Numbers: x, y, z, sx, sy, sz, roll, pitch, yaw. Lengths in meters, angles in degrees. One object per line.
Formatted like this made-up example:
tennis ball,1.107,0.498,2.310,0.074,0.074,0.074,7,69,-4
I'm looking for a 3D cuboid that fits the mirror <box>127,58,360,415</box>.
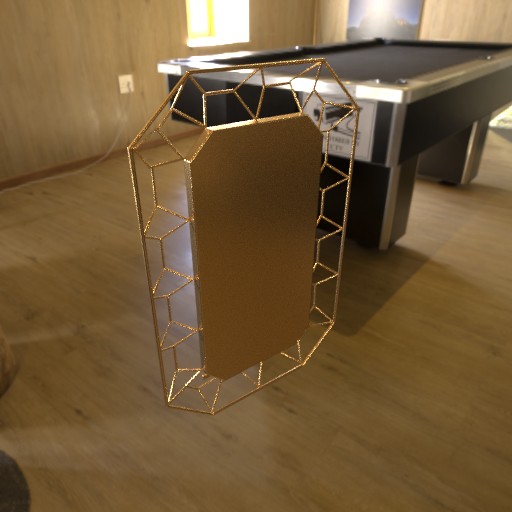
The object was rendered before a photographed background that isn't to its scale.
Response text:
mirror,0.000,0.000,1.080,0.572,0.870,0.051,-20,35,-30
